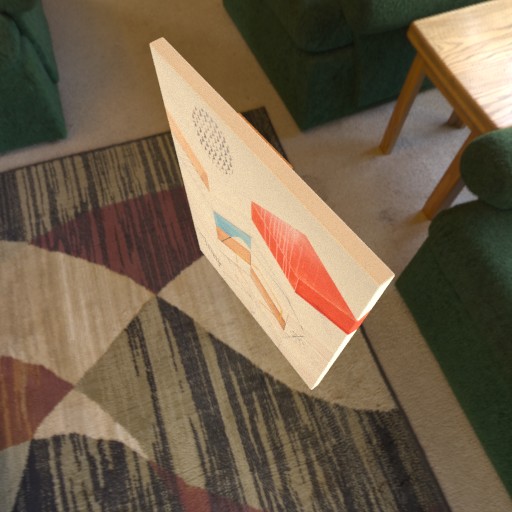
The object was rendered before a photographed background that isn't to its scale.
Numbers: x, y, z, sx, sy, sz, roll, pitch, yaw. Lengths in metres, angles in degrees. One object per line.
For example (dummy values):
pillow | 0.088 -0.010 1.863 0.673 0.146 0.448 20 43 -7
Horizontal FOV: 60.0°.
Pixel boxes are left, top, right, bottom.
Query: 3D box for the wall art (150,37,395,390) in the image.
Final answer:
wall art | 0.000 0.000 1.102 0.036 0.848 0.613 -34 69 -15
